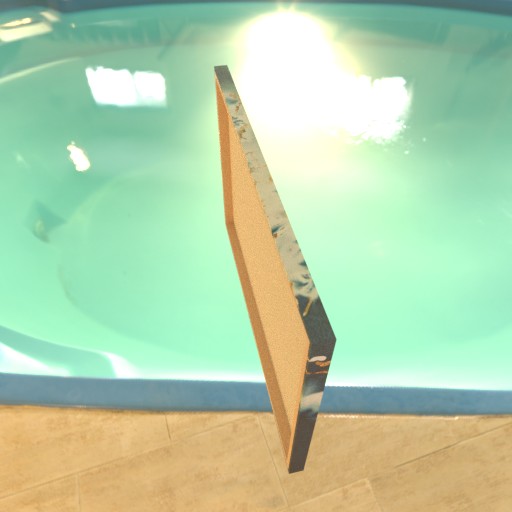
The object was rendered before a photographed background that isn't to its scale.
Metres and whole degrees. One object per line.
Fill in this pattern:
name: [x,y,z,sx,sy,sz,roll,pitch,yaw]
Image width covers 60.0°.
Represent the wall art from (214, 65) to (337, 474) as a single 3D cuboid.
wall art: [0.000,0.000,1.168,0.038,0.608,0.912,-9,48,-8]
